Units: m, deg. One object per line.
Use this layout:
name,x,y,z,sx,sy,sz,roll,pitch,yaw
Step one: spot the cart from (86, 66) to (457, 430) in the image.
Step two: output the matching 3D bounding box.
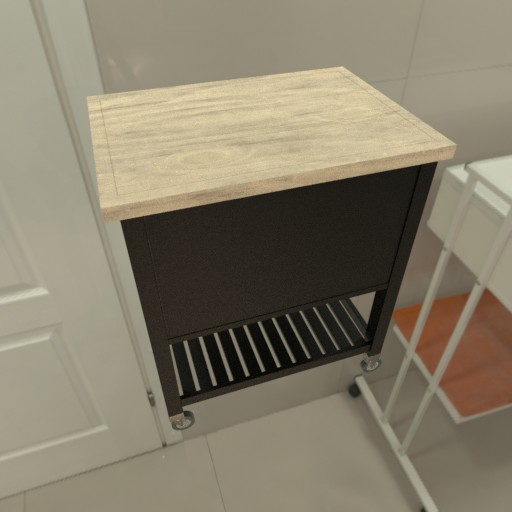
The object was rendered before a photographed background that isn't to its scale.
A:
cart,0.000,0.000,1.418,0.797,0.920,0.567,-12,42,-14
